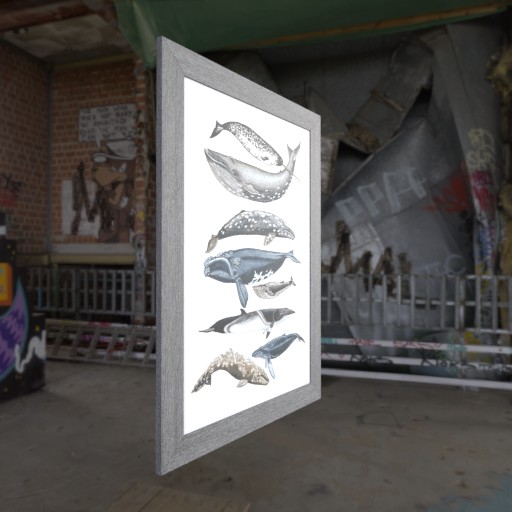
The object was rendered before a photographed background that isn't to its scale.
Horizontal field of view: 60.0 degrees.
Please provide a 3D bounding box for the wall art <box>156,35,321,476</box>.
[{"bbox_3d":[0.000,0.000,1.385,0.020,1.070,0.768,0,-1,38],"label":"wall art"}]
